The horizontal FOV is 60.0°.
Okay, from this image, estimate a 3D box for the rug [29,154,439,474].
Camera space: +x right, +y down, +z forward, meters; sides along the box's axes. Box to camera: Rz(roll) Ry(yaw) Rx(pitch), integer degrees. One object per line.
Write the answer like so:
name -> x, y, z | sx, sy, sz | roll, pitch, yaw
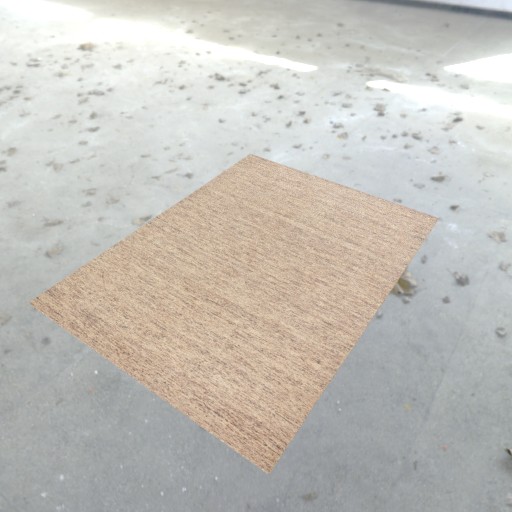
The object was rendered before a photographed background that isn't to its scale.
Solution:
rug -> 0.000, 0.000, 4.195 | 2.448, 0.013, 3.205 | 25, 47, 26
